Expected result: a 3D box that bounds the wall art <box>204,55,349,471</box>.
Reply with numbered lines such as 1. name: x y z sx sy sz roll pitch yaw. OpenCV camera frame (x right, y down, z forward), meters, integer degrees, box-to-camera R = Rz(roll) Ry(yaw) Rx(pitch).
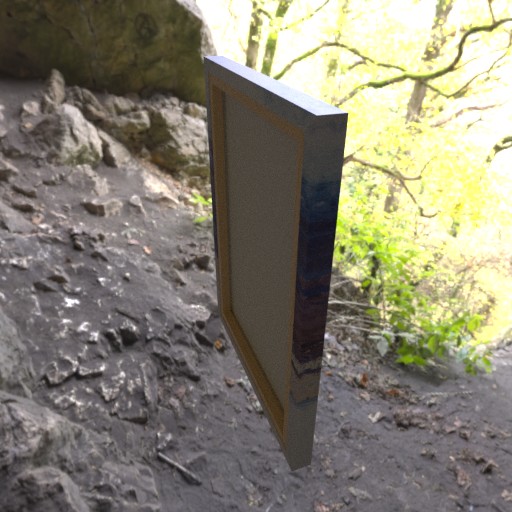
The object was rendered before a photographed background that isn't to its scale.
1. wall art: 0.000 0.000 0.763 0.036 0.581 0.437 -11 33 -17
